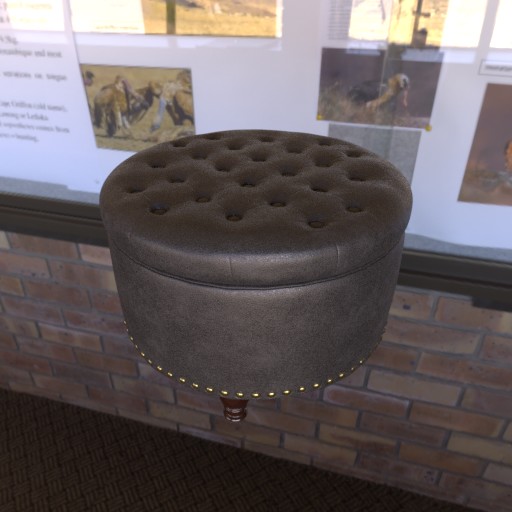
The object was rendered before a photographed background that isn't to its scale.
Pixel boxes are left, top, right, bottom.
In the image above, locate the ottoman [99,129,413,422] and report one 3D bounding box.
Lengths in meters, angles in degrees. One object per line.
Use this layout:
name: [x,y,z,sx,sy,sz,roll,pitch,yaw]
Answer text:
ottoman: [0.000,0.000,1.034,0.637,0.442,0.637,0,32,0]
